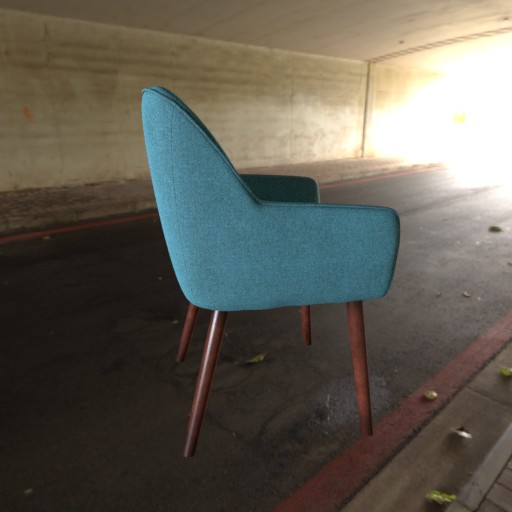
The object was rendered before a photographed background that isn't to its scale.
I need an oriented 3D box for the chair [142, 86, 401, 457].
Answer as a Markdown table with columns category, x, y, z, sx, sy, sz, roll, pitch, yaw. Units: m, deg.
| category | x | y | z | sx | sy | sz | roll | pitch | yaw |
| --- | --- | --- | --- | --- | --- | --- | --- | --- | --- |
| chair | 0.000 | 0.000 | 1.153 | 0.519 | 0.803 | 0.543 | -4 | 17 | -11 |
